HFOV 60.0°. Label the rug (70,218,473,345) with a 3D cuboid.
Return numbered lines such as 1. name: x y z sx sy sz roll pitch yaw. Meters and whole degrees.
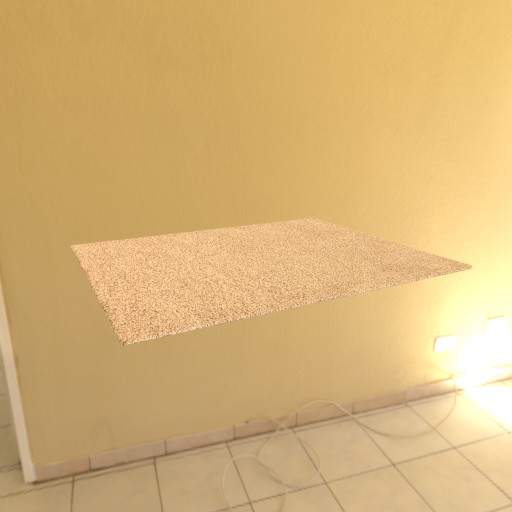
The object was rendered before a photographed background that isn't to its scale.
1. rug: 0.000 0.000 4.228 3.047 0.029 2.438 -9 18 -27
